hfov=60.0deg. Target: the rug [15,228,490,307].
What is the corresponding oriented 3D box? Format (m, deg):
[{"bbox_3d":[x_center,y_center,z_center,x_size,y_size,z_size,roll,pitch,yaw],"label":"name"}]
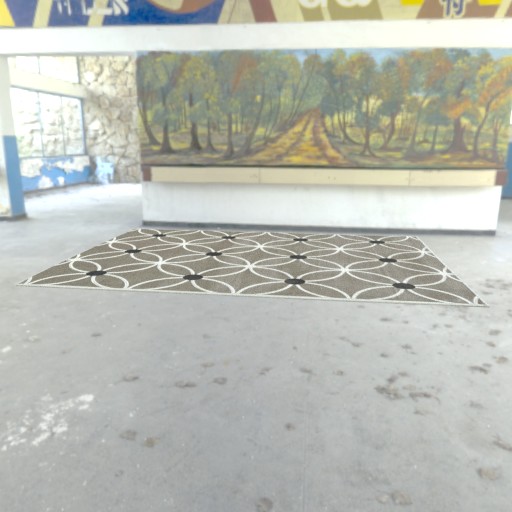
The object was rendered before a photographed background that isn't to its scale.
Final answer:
[{"bbox_3d":[0.000,0.000,2.821,2.284,0.008,1.522,2,15,7],"label":"rug"}]
